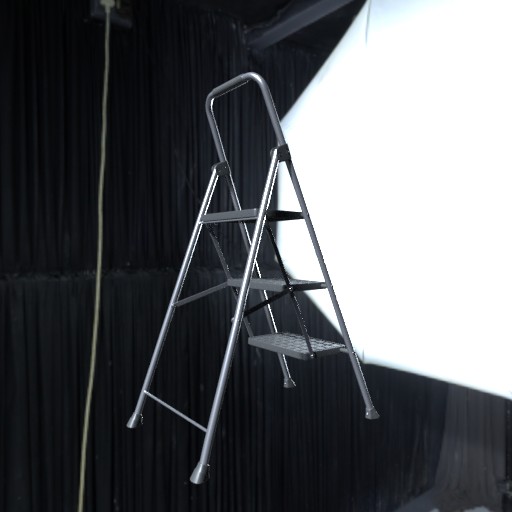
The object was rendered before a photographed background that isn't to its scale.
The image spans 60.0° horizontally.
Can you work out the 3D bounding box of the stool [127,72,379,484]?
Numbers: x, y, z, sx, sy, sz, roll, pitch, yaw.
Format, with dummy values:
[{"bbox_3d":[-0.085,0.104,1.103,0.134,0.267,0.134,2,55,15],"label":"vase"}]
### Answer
[{"bbox_3d":[0.000,0.000,1.495,0.733,1.121,0.473,-1,1,-37],"label":"stool"}]
